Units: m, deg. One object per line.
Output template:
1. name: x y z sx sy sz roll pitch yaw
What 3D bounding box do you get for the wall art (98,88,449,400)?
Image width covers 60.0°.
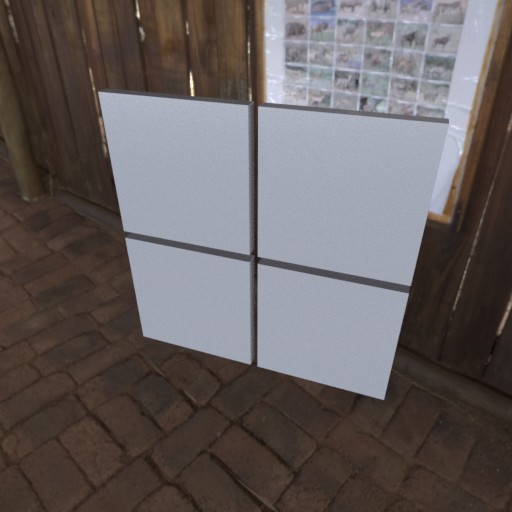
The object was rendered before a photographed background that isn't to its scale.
1. wall art: 0.000 0.000 0.913 0.611 0.611 0.029 11 34 16
